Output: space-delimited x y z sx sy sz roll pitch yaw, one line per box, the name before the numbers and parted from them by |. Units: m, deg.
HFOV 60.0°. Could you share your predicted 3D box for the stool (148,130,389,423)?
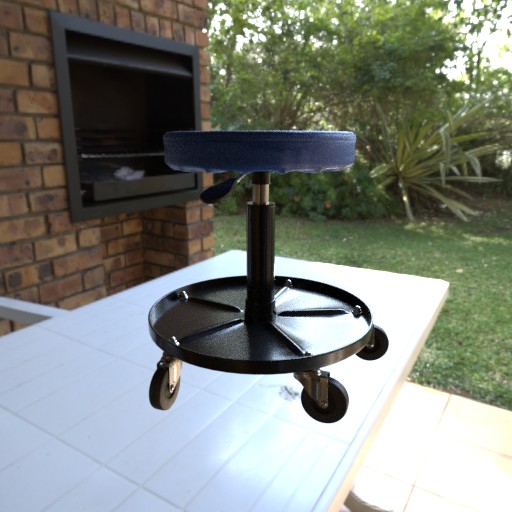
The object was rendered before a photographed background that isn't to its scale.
stool | 0.000 0.000 0.676 0.381 0.365 0.382 7 17 26
